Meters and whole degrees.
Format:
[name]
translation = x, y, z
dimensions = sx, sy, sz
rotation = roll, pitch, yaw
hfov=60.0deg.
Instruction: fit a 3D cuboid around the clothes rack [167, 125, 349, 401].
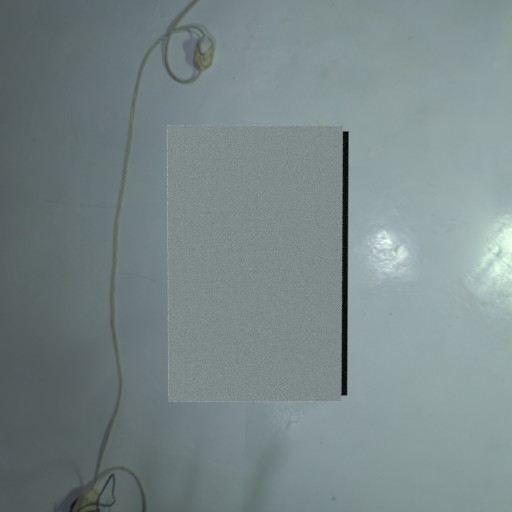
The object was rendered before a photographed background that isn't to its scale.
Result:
[clothes rack]
translation = 0.000, 0.000, 1.396
dimensions = 0.330, 1.187, 0.500
rotation = 0, 92, 0
